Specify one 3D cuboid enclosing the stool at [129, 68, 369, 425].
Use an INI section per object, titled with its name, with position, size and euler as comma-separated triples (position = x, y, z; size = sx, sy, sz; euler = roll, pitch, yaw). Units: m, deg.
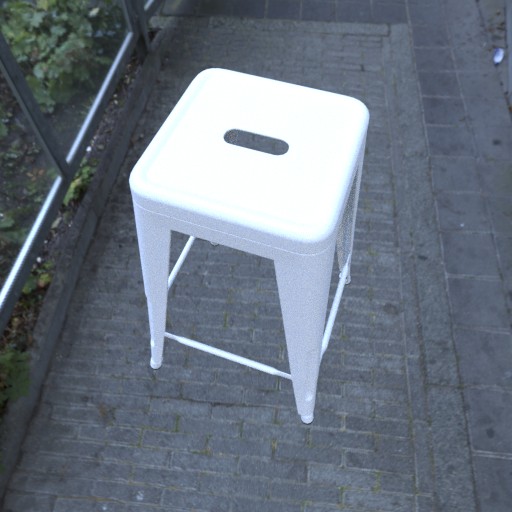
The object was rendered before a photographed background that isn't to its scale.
[stool]
position = 0.000, 0.000, 0.875
size = 0.406, 0.610, 0.406
euler = 16, 59, 10
